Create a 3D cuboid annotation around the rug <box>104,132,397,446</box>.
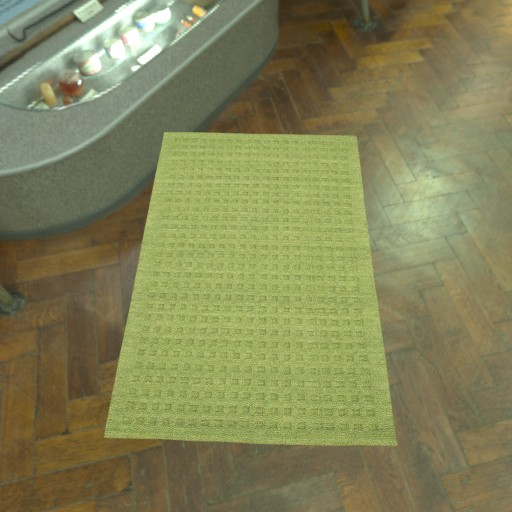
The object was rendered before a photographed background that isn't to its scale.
[{"bbox_3d":[0.000,0.000,2.909,1.529,0.007,2.297,1,58,1],"label":"rug"}]
